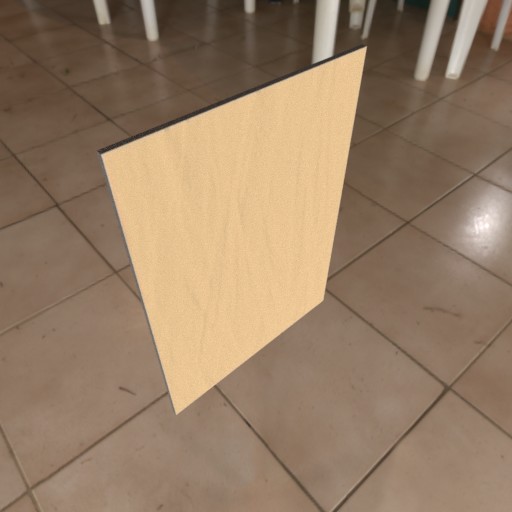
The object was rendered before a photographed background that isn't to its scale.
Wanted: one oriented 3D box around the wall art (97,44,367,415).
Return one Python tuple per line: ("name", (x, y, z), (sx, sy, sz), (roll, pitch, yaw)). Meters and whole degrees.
("wall art", (0.000, 0.000, 1.436), (0.810, 1.116, 0.016), (-33, 54, -28))
